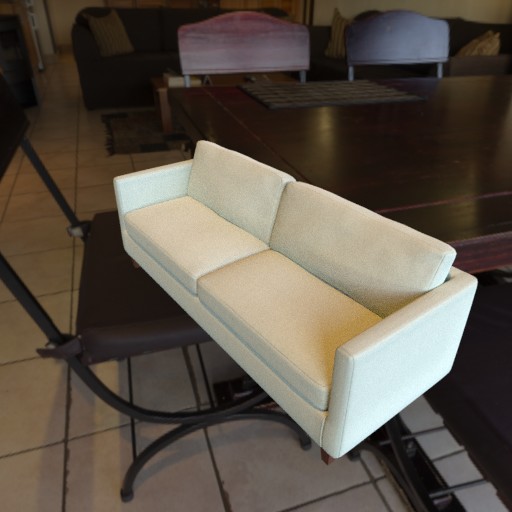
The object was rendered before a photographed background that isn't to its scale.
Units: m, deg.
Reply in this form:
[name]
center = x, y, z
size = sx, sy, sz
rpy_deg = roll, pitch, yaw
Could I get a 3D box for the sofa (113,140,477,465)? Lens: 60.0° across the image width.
[sofa]
center = 0.000, 0.000, 2.892
size = 0.948, 0.965, 2.434
rpy_deg = -21, 37, -31
